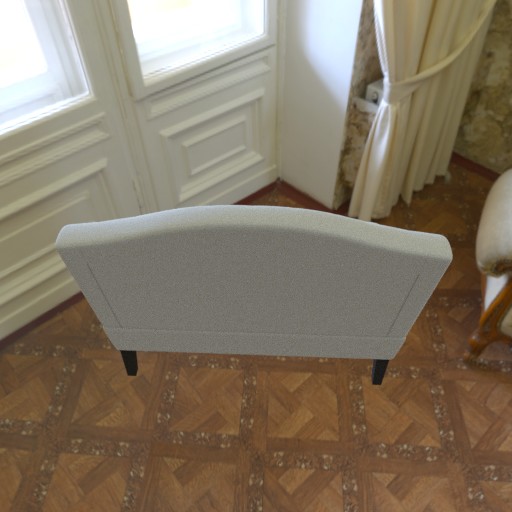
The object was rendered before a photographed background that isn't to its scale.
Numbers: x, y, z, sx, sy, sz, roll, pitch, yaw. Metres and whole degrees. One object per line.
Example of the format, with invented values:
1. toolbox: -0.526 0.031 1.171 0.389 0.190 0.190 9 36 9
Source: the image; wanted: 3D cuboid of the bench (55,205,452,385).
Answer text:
1. bench: 0.000 0.000 2.045 1.335 1.180 0.815 2 47 2
